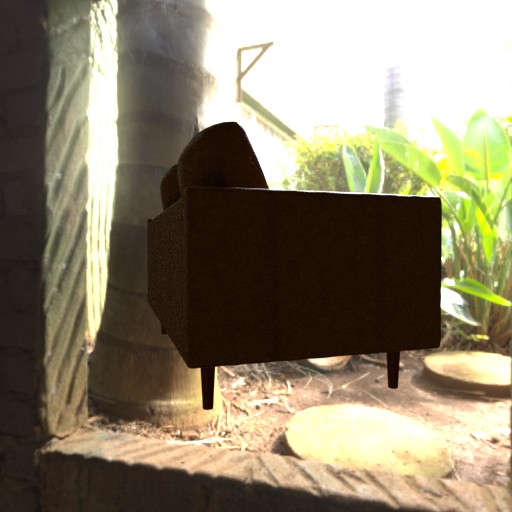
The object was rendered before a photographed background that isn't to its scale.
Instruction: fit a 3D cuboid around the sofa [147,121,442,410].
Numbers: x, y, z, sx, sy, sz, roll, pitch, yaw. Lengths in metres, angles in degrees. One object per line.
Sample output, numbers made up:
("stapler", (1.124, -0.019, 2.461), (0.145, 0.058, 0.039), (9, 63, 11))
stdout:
("sofa", (0.000, 0.000, 2.134), (0.909, 0.951, 1.578), (0, 1, -18))
